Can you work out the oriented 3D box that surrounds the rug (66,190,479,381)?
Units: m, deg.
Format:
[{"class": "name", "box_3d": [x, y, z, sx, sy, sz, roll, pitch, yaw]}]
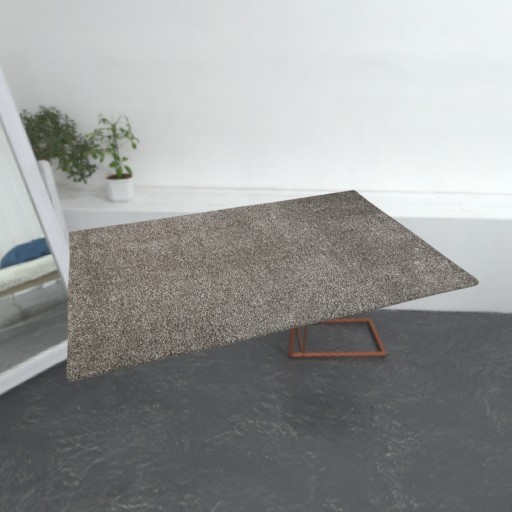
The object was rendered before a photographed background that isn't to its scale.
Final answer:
[{"class": "rug", "box_3d": [0.000, 0.000, 2.946, 2.352, 0.025, 1.501, -10, 33, -16]}]
